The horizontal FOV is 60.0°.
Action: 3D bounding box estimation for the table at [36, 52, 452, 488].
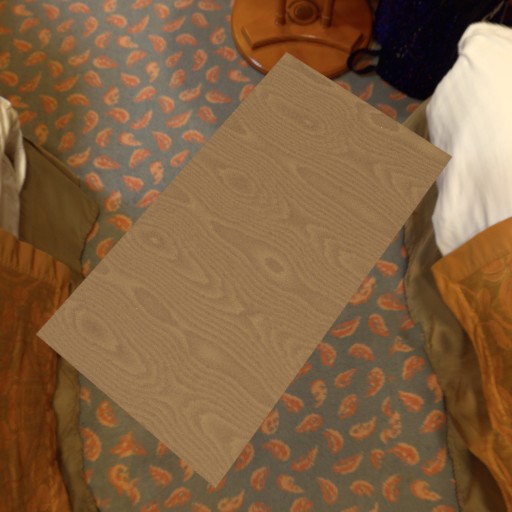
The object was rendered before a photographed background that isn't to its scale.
[{"bbox_3d":[0.000,0.000,1.494,0.651,0.347,1.197,36,77,9],"label":"table"}]
